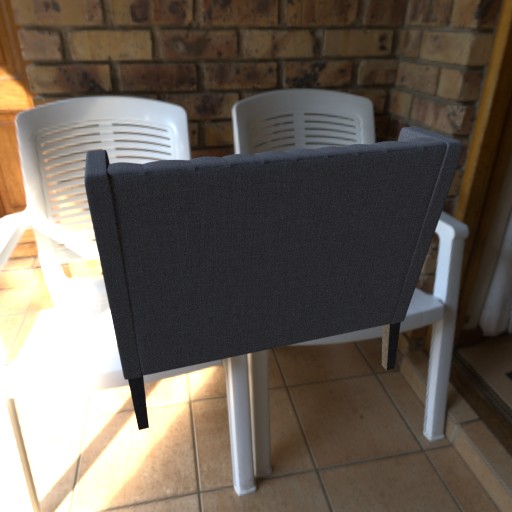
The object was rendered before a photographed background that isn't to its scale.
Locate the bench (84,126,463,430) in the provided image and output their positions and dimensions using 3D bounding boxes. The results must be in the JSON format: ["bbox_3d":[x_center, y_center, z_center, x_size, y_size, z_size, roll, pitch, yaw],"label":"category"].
[{"bbox_3d":[0.000,0.000,1.984,1.276,1.121,0.842,-8,29,-15],"label":"bench"}]
